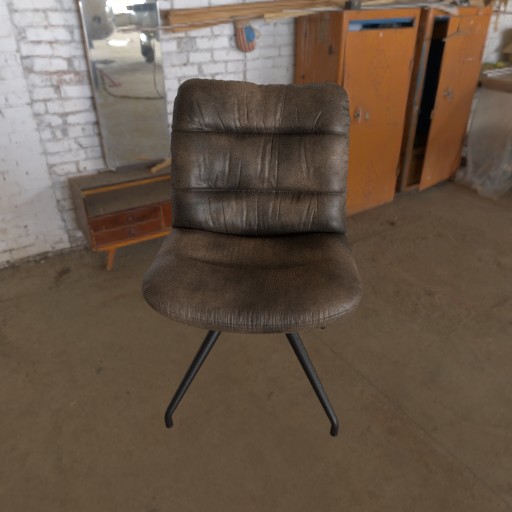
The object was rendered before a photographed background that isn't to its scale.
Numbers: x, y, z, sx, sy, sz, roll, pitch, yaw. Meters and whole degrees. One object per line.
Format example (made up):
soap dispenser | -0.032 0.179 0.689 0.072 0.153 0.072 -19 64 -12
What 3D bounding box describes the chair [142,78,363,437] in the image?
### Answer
chair | 0.000 0.000 1.276 0.549 0.870 0.622 2 31 3
